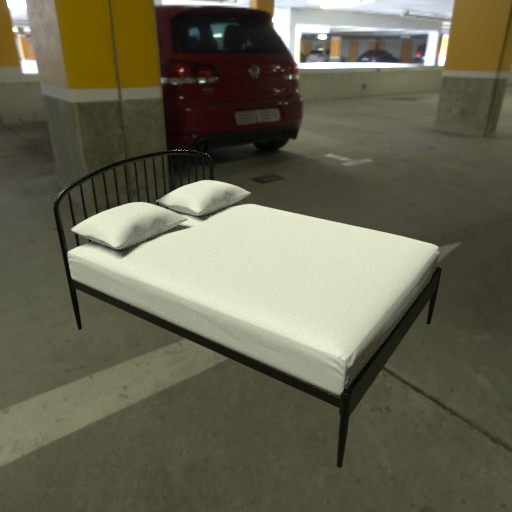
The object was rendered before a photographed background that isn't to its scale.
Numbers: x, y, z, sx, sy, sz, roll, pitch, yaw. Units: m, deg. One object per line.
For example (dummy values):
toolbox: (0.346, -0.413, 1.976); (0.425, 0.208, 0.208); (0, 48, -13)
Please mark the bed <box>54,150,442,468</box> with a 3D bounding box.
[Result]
bed: (0.000, 0.000, 3.114); (2.159, 1.166, 1.618); (16, 29, 31)
